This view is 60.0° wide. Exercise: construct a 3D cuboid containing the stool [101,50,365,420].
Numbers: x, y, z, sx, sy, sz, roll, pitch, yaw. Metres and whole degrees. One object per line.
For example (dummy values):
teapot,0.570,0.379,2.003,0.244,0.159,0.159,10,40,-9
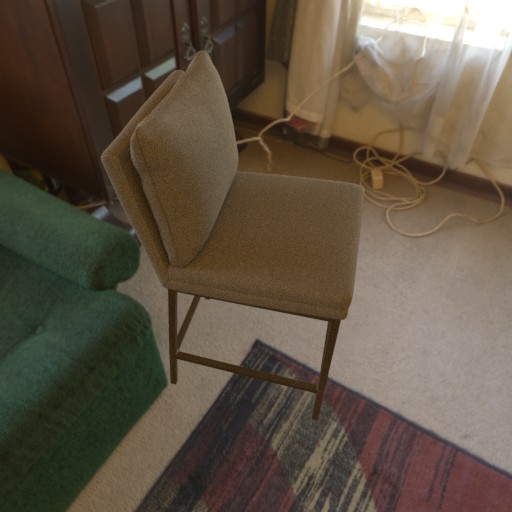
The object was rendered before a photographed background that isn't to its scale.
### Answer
stool,0.000,0.000,1.327,0.569,1.030,0.463,10,47,9
